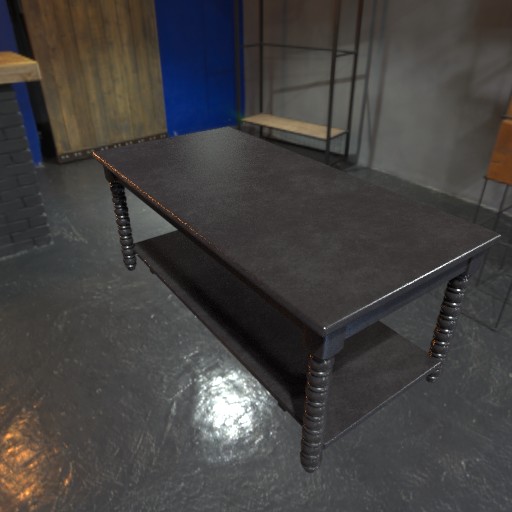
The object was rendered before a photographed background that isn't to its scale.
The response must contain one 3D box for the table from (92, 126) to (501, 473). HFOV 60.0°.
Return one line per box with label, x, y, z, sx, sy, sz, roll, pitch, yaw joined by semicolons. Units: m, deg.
table;0.000;0.000;1.416;0.580;0.487;1.171;-21;37;-30
